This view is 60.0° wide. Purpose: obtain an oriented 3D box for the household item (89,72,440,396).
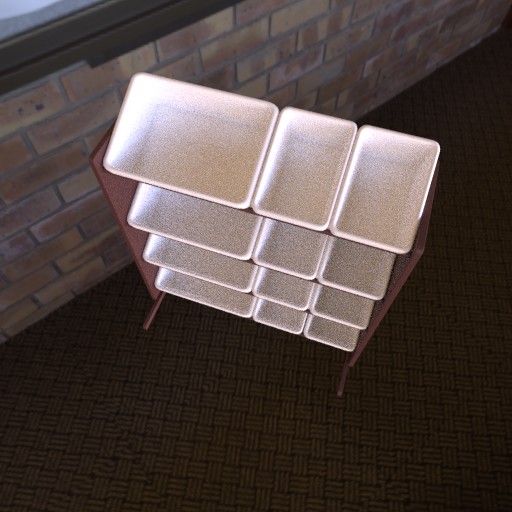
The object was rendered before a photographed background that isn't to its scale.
[{"bbox_3d":[0.000,0.000,1.321,0.787,0.864,0.389,17,60,10],"label":"household item"}]
